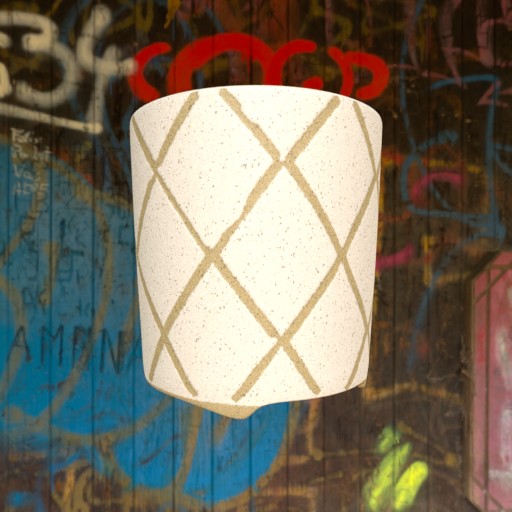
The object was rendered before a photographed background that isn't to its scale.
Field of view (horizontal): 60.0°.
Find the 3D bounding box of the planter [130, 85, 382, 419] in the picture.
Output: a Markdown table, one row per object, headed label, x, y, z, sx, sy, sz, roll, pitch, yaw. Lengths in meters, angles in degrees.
| label | x | y | z | sx | sy | sz | roll | pitch | yaw |
| --- | --- | --- | --- | --- | --- | --- | --- | --- | --- |
| planter | 0.000 | 0.000 | 0.416 | 0.228 | 0.235 | 0.228 | 0 | 0 | 0 |
